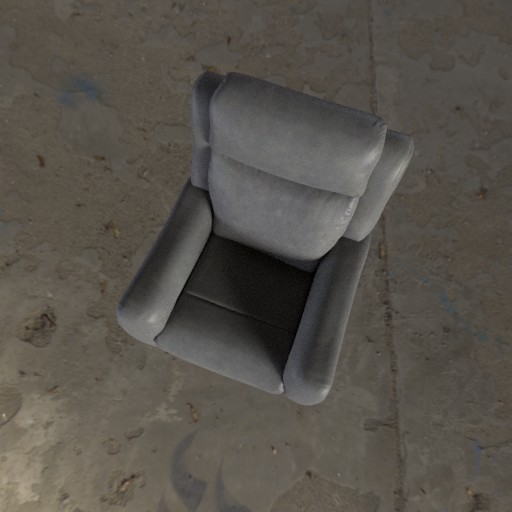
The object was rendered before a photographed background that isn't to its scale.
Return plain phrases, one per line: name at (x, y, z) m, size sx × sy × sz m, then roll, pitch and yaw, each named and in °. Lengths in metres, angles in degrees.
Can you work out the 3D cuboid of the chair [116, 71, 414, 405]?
chair at (0.000, 0.000, 1.980) m, size 0.967 × 1.116 × 1.068 m, roll 20°, pitch 75°, yaw 6°
